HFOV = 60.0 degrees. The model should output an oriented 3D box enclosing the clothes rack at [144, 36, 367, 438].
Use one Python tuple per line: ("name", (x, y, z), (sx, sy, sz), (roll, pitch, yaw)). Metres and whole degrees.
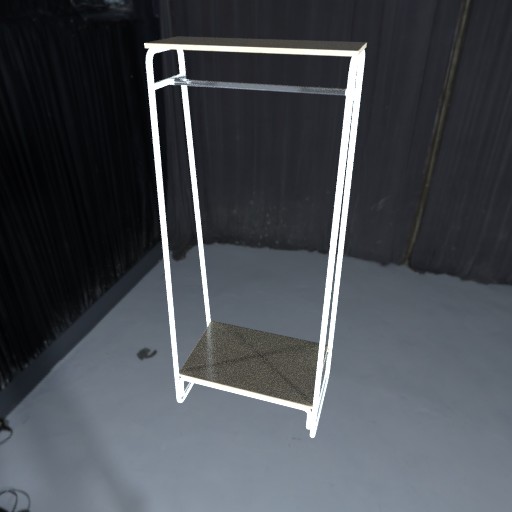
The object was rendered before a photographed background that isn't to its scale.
("clothes rack", (0.000, 0.000, 1.736), (0.640, 1.512, 0.400), (9, 32, 15))
